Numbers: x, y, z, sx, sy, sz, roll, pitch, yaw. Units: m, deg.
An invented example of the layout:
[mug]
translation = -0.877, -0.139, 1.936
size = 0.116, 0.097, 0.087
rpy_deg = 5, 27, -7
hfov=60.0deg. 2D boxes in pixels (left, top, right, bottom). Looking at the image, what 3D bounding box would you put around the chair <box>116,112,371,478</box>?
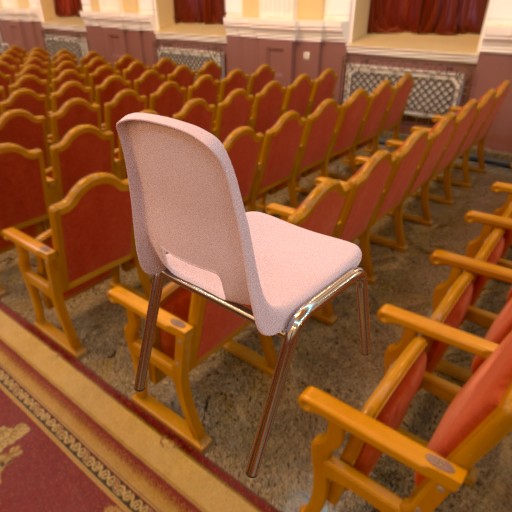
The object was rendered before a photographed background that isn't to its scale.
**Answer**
[chair]
translation = 0.000, 0.000, 0.840
size = 0.354, 0.586, 0.423
rpy_deg = 22, 37, 33
